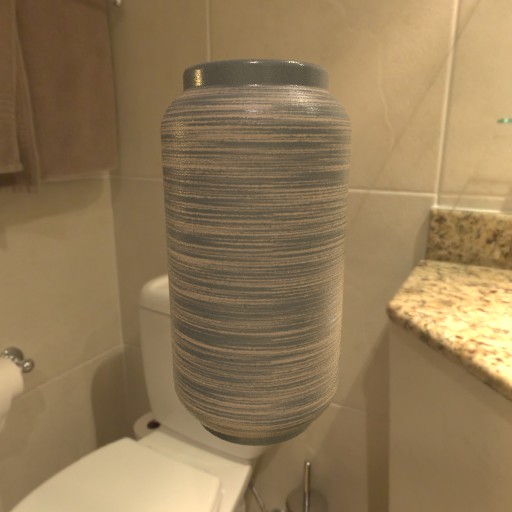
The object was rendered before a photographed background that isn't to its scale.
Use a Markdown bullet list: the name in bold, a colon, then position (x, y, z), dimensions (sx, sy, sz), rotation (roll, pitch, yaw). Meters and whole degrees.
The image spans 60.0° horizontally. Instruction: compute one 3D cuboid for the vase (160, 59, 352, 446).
- **vase**: position (0.000, 0.000, 0.296), dimensions (0.116, 0.230, 0.116), rotation (0, 15, 0)
